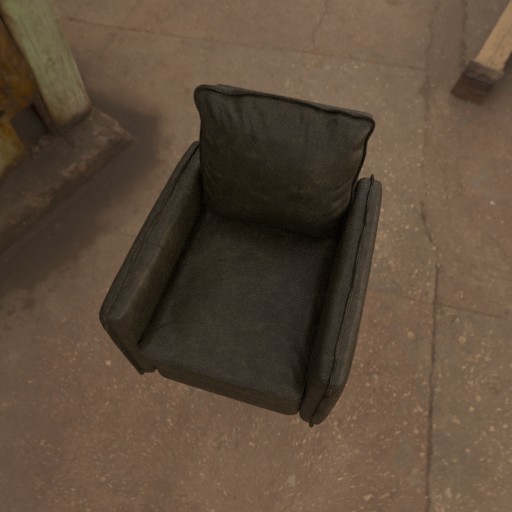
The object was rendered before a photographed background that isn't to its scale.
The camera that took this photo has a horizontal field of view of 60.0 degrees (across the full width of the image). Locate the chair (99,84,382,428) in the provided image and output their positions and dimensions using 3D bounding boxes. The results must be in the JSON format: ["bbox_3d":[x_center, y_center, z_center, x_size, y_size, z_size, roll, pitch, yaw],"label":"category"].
[{"bbox_3d":[0.000,0.000,1.631,0.830,0.921,0.921,14,60,9],"label":"chair"}]
